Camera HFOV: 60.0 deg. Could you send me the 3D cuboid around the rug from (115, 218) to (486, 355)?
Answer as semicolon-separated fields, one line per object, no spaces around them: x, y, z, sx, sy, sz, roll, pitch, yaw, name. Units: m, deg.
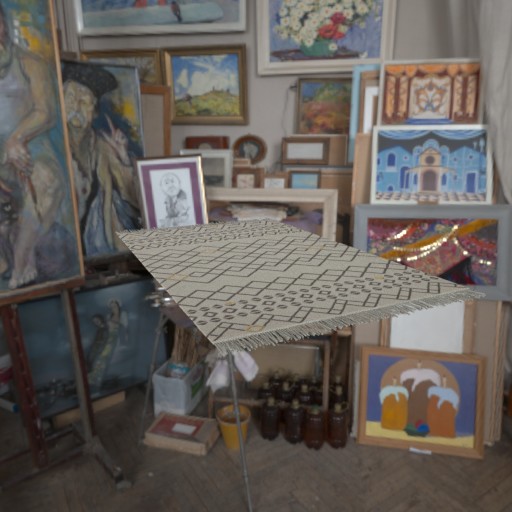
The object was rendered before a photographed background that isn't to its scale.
0.000;0.000;3.063;1.495;0.035;2.472;-7;17;-25;rug
